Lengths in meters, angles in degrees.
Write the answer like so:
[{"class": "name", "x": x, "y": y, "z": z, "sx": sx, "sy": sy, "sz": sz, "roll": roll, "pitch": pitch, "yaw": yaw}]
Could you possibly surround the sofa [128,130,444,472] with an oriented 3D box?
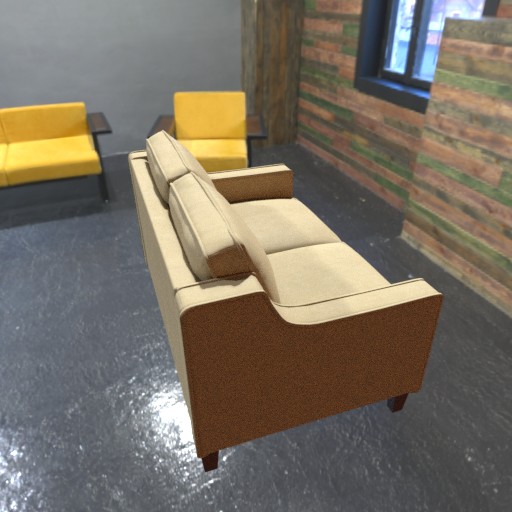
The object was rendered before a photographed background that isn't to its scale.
[{"class": "sofa", "x": 0.000, "y": 0.000, "z": 2.167, "sx": 0.987, "sy": 0.971, "sz": 1.501, "roll": -10, "pitch": 32, "yaw": -17}]
